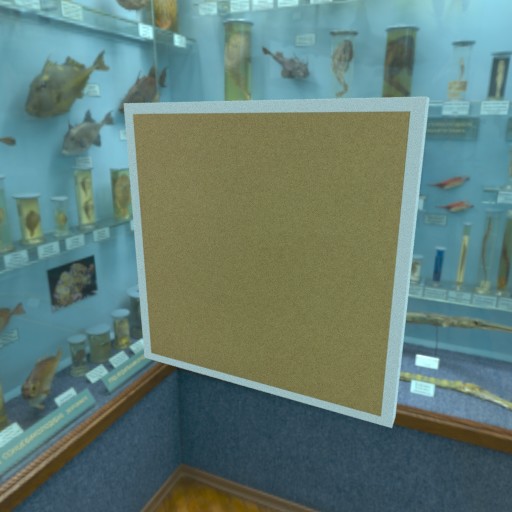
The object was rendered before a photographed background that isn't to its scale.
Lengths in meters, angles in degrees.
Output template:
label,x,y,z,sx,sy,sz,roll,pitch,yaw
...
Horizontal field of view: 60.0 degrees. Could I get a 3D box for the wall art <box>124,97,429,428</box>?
label,x,y,z,sx,sy,sz,roll,pitch,yaw
wall art,0.000,0.000,0.464,0.307,0.307,0.020,8,19,25
